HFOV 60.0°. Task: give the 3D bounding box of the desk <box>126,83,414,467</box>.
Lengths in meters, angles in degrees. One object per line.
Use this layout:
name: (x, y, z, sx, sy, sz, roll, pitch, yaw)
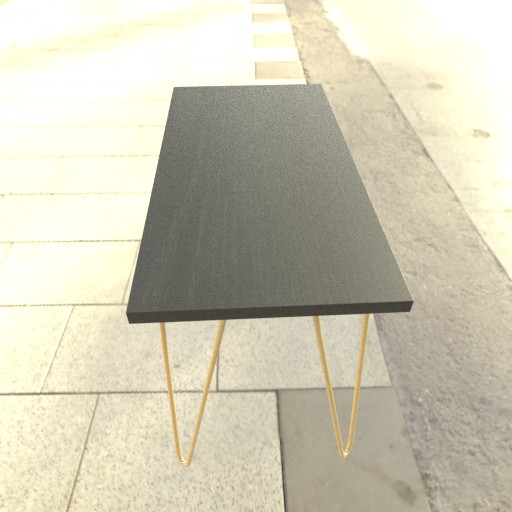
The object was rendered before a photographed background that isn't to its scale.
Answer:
desk: (0.000, 0.000, 1.353, 0.499, 0.660, 0.991, -2, 42, -2)
